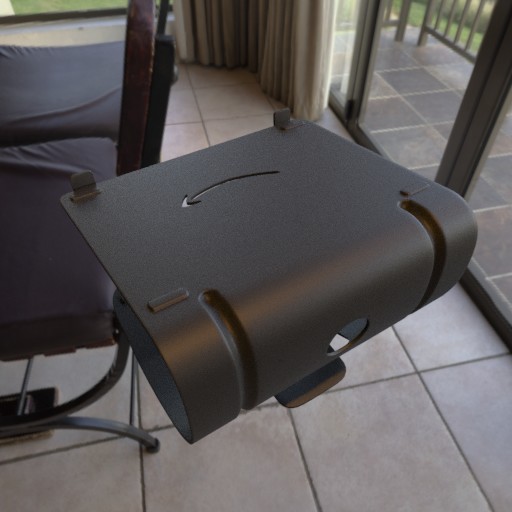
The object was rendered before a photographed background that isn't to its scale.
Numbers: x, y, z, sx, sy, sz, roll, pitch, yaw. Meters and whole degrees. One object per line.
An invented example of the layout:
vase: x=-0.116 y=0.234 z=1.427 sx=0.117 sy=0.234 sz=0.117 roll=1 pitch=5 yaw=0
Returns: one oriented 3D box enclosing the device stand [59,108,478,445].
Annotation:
device stand: x=0.000 y=0.000 z=0.386 sx=0.256 sy=0.155 sz=0.236 roll=-24 pitch=51 yaw=-22
